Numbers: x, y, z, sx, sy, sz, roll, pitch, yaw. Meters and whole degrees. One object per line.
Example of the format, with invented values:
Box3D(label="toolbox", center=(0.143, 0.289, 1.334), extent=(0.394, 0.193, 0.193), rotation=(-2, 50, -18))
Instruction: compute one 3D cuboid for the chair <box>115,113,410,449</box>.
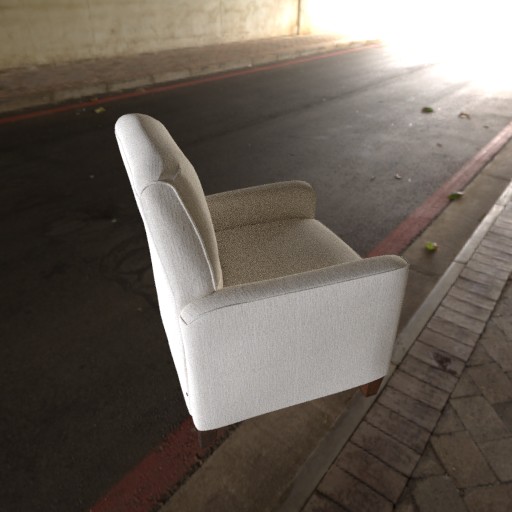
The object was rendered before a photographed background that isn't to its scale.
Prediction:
Box3D(label="chair", center=(0.000, 0.000, 1.695), extent=(0.858, 1.028, 0.841), rotation=(-11, 33, -17))
